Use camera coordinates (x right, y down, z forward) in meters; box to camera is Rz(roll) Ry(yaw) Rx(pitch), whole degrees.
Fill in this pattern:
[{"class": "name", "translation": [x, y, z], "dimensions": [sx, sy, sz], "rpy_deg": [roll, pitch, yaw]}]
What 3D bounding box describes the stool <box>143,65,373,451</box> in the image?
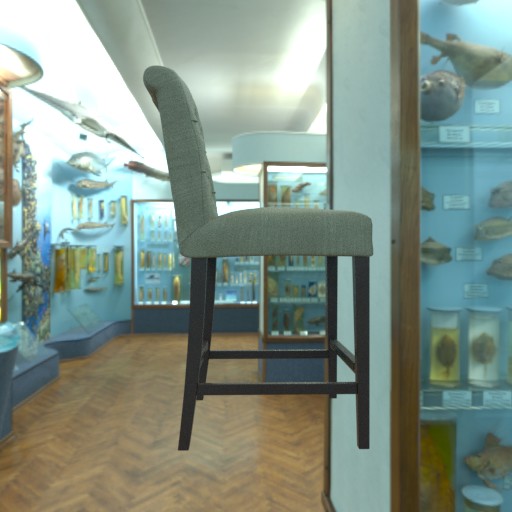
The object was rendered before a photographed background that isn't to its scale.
[{"class": "stool", "translation": [0.000, 0.000, 1.467], "dimensions": [0.660, 1.084, 0.486], "rpy_deg": [0, 0, -1]}]
